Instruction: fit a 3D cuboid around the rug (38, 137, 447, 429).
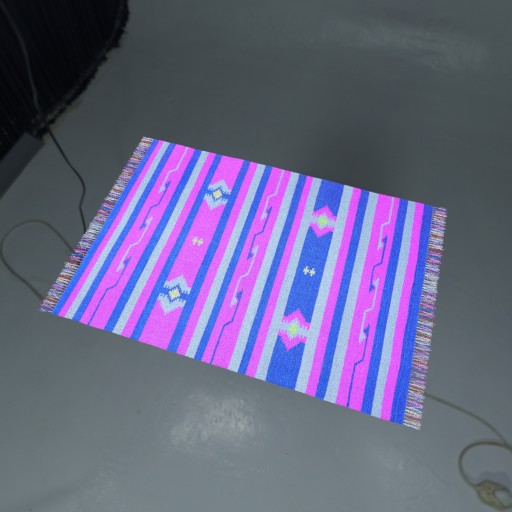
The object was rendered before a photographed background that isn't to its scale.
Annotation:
[{"bbox_3d":[0.000,0.000,2.908,2.350,0.013,1.539,15,61,9],"label":"rug"}]
